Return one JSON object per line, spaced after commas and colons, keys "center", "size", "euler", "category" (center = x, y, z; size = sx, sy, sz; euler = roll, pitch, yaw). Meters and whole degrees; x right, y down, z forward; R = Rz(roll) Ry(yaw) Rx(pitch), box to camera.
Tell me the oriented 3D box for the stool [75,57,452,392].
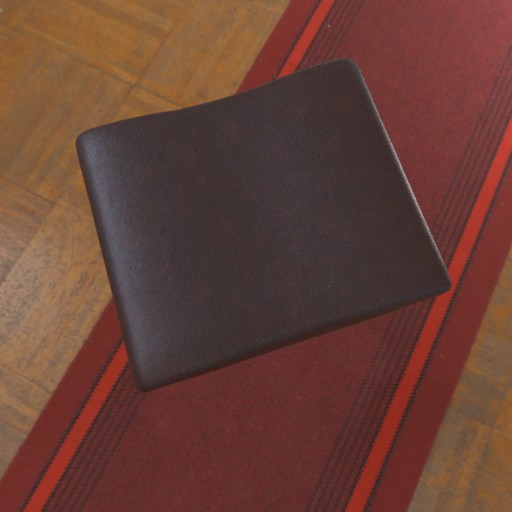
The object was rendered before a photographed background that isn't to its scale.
{"center": [0.000, 0.000, 0.921], "size": [0.465, 0.608, 0.397], "euler": [-17, 77, -4], "category": "stool"}
